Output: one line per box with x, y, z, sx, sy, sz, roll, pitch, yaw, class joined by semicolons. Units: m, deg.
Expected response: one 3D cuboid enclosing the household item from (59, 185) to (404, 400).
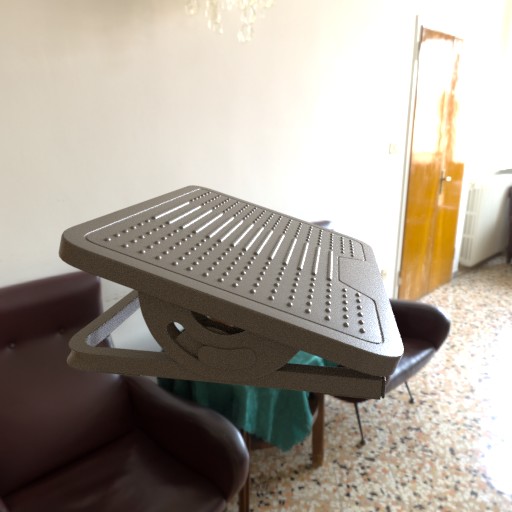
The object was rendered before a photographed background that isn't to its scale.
0.000;0.000;0.532;0.301;0.126;0.390;3;16;10;household item
